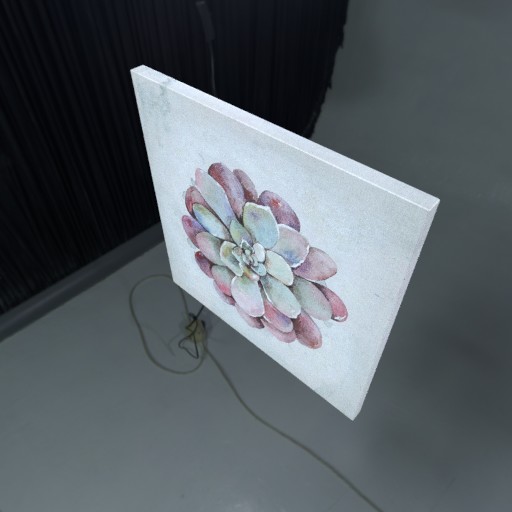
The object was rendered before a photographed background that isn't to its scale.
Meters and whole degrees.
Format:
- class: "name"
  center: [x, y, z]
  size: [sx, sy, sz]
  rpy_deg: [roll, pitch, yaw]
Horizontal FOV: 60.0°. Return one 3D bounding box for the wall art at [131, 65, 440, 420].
- class: "wall art"
  center: [0.000, 0.000, 1.148]
  size: [0.762, 0.762, 0.041]
  rpy_deg: [33, 54, 28]
